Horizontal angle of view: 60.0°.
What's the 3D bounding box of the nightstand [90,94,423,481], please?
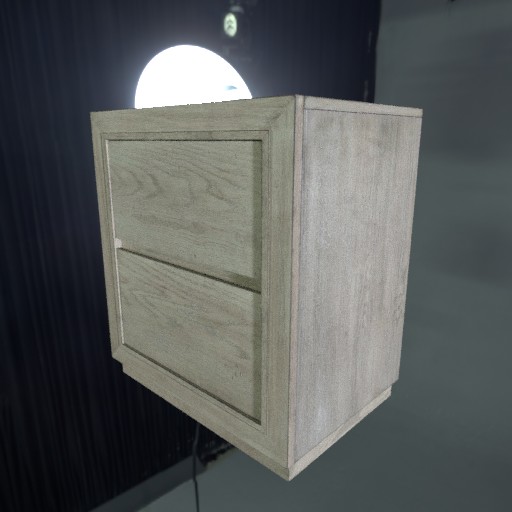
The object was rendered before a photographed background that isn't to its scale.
[{"bbox_3d":[0.000,0.000,1.080,0.612,0.673,0.483,14,20,42],"label":"nightstand"}]
